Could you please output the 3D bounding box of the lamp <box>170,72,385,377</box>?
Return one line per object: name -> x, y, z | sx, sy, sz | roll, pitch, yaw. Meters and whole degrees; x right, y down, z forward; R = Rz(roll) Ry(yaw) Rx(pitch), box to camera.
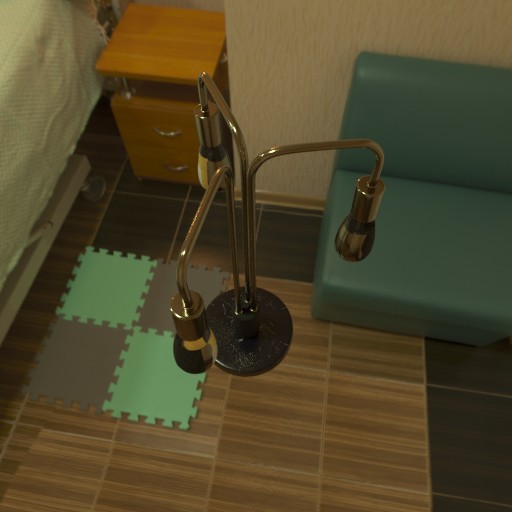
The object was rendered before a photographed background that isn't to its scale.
lamp -> 0.000, 0.000, 0.777 | 0.355, 0.560, 0.368 | -17, 59, -11
